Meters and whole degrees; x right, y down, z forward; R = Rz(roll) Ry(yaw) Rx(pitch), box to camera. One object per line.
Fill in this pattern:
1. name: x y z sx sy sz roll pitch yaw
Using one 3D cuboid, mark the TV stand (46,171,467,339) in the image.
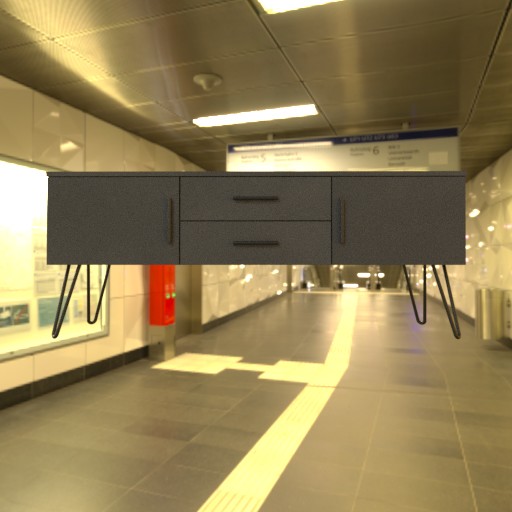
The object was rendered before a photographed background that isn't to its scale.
1. TV stand: 0.000 0.000 1.656 1.400 0.560 0.400 0 -1 0
